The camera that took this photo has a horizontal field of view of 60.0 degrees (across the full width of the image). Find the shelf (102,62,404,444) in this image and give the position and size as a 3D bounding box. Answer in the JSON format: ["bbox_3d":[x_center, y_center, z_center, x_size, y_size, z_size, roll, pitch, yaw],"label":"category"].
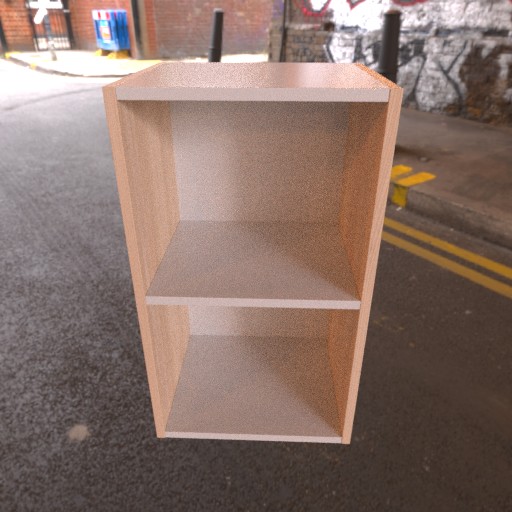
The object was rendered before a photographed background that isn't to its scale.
[{"bbox_3d":[0.000,0.000,0.780,0.350,0.600,0.290,1,29,2],"label":"shelf"}]
